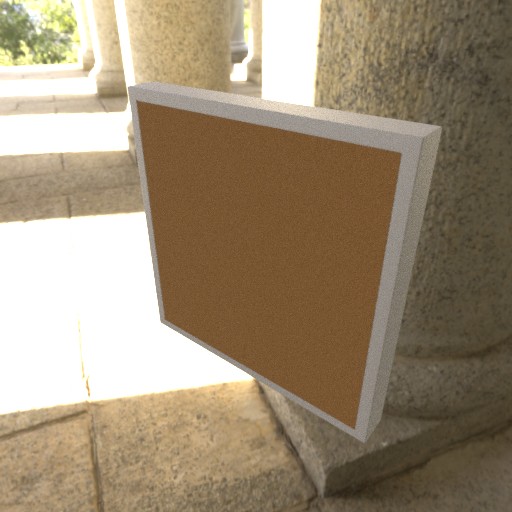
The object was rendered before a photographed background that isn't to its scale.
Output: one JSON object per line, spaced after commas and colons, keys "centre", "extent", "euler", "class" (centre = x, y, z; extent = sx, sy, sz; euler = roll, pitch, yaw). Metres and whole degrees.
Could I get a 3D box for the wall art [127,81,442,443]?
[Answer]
{"centre": [0.000, 0.000, 0.458], "extent": [0.305, 0.305, 0.037], "euler": [22, 37, 32], "class": "wall art"}
